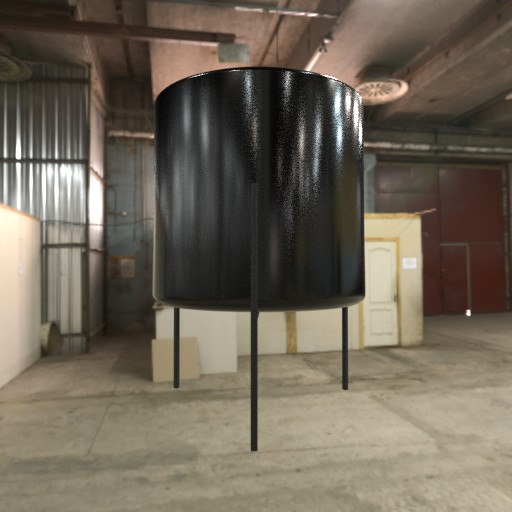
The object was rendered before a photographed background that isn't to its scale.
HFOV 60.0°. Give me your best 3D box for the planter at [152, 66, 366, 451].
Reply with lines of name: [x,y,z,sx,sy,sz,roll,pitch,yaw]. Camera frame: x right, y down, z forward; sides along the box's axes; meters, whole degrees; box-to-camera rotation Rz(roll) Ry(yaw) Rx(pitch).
planter: [0.000,0.000,0.648,0.310,0.432,0.310,0,-1,17]
